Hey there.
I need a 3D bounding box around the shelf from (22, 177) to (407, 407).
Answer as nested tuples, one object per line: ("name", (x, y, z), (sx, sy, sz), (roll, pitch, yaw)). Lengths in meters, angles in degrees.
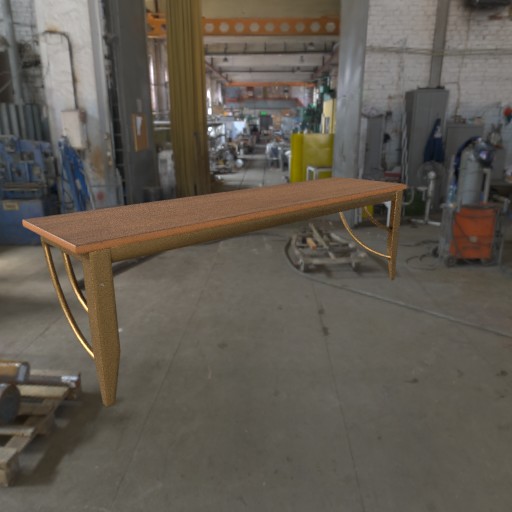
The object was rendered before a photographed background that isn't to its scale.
("shelf", (0.000, 0.000, 0.725), (0.636, 0.190, 0.166), (-15, 23, -41))
